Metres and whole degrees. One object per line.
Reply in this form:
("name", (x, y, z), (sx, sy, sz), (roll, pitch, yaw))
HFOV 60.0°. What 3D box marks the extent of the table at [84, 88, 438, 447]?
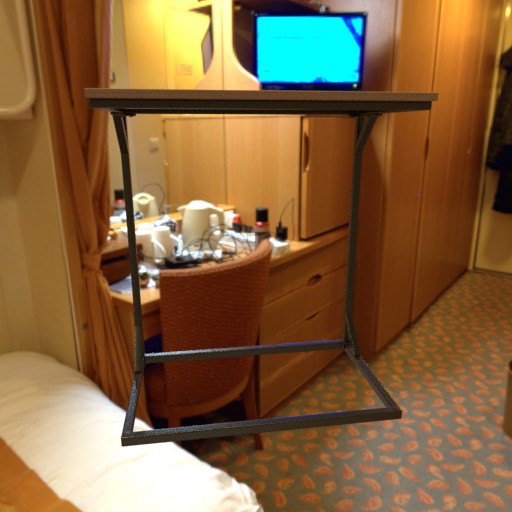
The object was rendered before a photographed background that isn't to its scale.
("table", (0.000, 0.000, 0.997), (0.597, 0.673, 0.351), (-2, 16, -8))
